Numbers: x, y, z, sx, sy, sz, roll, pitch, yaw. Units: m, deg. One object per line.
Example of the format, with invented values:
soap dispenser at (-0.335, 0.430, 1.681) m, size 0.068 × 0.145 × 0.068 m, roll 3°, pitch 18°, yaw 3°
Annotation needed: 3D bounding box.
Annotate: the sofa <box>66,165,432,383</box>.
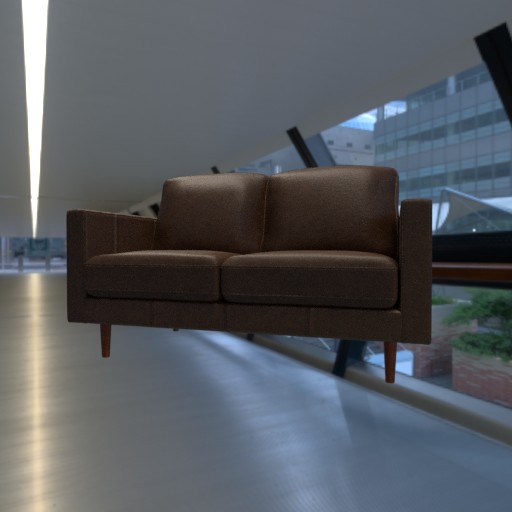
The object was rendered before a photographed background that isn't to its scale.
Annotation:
sofa at (0.000, 0.000, 2.198) m, size 1.578 × 0.951 × 0.909 m, roll 0°, pitch 1°, yaw 18°
